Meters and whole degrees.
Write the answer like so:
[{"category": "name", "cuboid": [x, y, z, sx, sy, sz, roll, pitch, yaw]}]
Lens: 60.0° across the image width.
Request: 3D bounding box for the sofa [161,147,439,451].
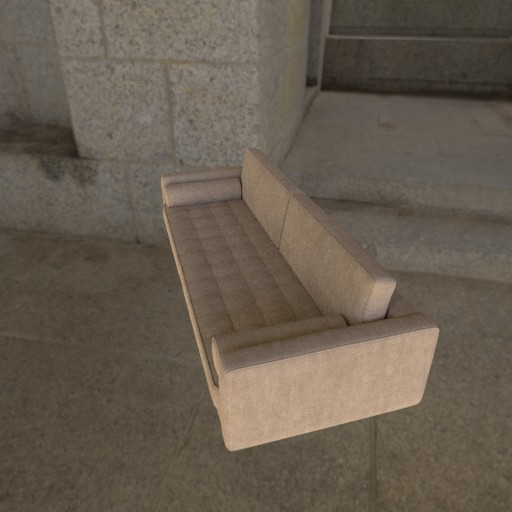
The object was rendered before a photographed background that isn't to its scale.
[{"category": "sofa", "cuboid": [0.000, 0.000, 2.659, 0.919, 0.770, 2.200, -8, 31, -14]}]
